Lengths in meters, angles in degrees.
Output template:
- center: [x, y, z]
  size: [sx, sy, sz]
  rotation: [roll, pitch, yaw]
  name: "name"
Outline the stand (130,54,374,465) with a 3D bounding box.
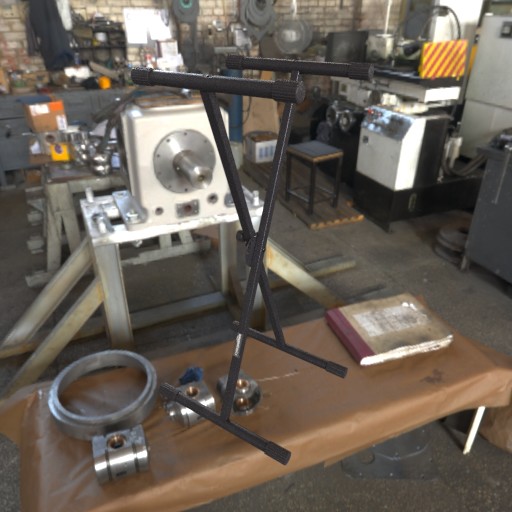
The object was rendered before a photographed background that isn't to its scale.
- center: [0.000, 0.000, 1.182]
  size: [0.449, 0.940, 0.409]
  rotation: [18, 34, 29]
  name: "stand"
